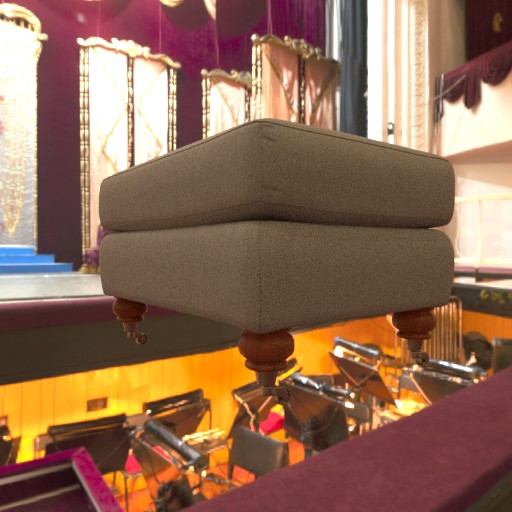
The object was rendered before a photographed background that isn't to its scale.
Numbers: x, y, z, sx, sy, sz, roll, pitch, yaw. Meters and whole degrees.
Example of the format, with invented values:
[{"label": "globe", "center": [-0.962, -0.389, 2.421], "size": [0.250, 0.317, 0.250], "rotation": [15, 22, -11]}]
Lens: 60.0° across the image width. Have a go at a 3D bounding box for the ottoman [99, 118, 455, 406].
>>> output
[{"label": "ottoman", "center": [0.000, 0.000, 1.109], "size": [0.569, 0.499, 0.773], "rotation": [-1, 1, -37]}]
